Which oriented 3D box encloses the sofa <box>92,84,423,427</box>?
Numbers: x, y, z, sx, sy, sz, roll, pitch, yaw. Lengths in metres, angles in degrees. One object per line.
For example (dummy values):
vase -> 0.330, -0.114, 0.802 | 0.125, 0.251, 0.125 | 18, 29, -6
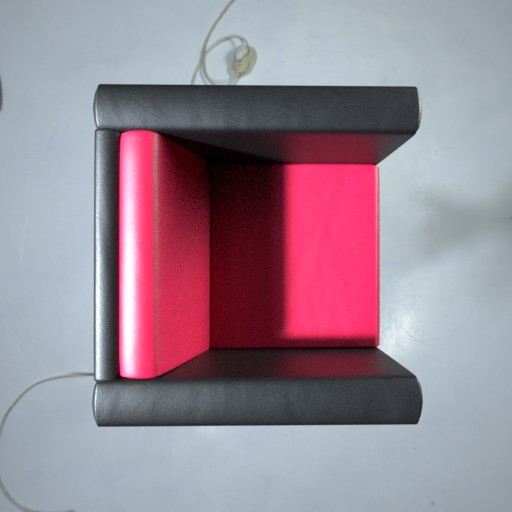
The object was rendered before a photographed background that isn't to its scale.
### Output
sofa -> 0.000, 0.000, 1.414 | 0.809, 0.724, 0.839 | 0, 90, -1
